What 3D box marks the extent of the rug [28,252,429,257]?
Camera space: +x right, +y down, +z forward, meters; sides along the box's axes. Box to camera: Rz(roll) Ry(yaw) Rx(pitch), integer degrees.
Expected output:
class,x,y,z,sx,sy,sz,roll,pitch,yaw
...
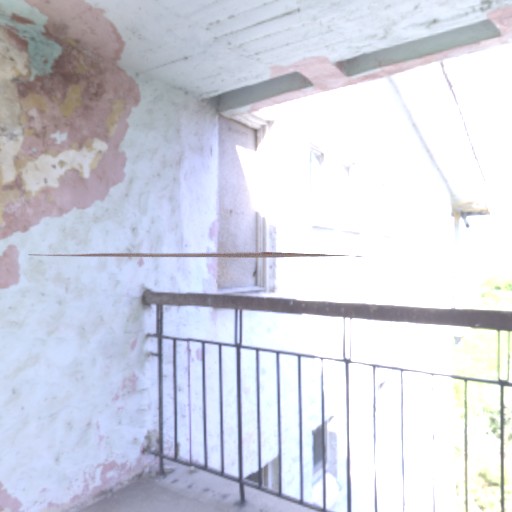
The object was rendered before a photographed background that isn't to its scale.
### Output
class,x,y,z,sx,sy,sz,roll,pitch,yaw
rug,0.000,0.000,4.046,2.263,0.022,3.029,0,0,36
